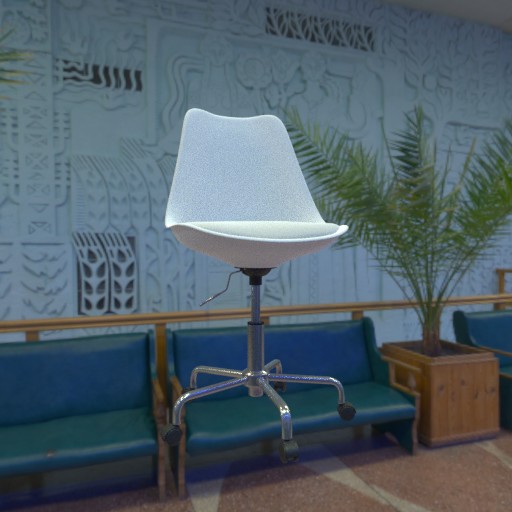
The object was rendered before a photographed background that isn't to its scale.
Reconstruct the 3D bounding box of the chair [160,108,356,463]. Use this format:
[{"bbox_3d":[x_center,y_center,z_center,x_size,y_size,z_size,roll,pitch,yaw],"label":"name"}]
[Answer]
[{"bbox_3d":[0.000,0.000,1.243,0.550,0.930,0.550,-1,2,-17],"label":"chair"}]
